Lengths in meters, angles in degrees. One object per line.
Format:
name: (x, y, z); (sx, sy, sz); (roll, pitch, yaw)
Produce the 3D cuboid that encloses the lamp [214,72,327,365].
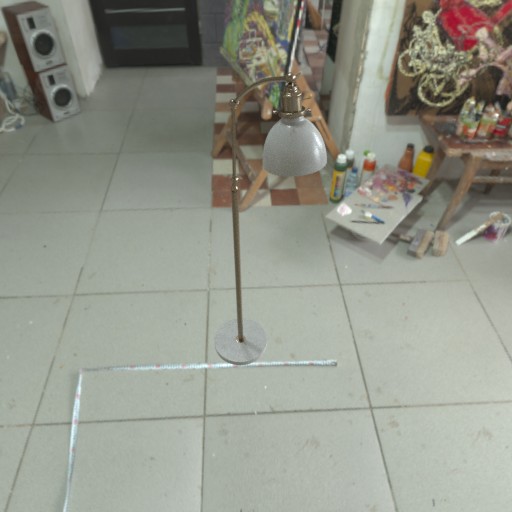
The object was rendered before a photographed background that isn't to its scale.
lamp: (0.000, 0.000, 1.788); (0.288, 1.586, 0.599); (-24, 49, -22)
